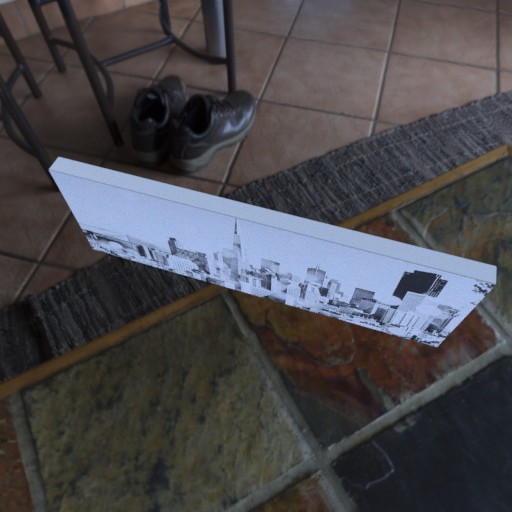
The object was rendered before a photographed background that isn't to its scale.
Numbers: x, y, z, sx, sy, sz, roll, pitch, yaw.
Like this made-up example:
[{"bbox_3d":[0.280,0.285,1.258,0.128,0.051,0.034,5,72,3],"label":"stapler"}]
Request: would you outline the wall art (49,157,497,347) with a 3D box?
[{"bbox_3d":[0.000,0.000,0.844,0.766,0.256,0.036,15,59,9],"label":"wall art"}]
